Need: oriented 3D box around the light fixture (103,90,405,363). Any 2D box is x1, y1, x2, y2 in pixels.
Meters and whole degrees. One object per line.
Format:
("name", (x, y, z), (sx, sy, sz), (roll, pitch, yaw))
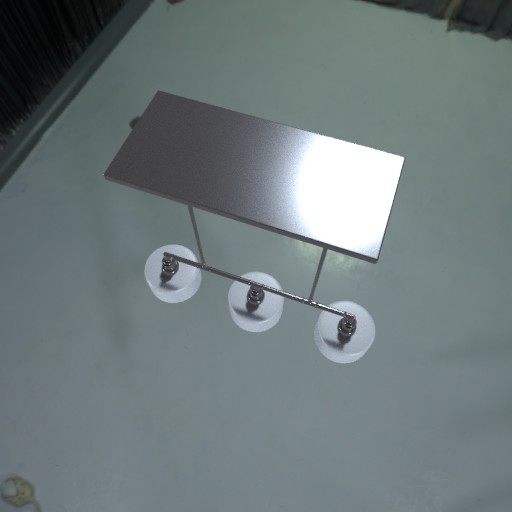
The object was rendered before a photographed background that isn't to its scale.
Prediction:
("light fixture", (0.000, 0.000, 0.876), (0.582, 0.557, 0.177), (18, 64, 9))
